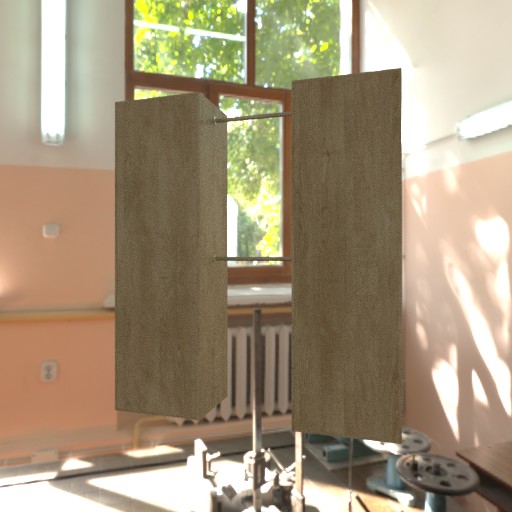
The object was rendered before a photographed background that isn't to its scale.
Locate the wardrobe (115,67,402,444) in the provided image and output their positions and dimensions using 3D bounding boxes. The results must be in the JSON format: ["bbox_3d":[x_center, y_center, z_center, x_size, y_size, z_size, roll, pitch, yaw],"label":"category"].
[{"bbox_3d":[0.000,0.000,2.845,1.770,2.000,0.480,0,0,17],"label":"wardrobe"}]
